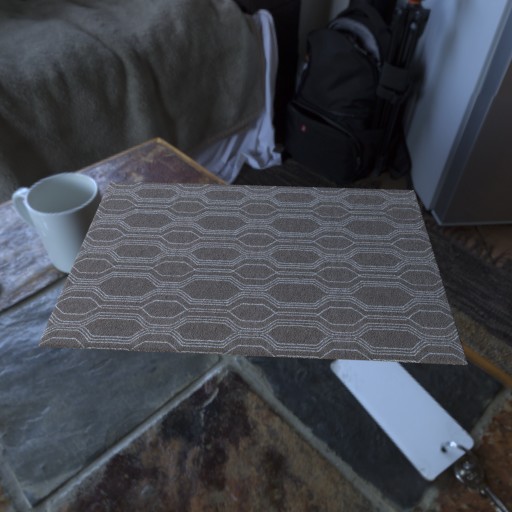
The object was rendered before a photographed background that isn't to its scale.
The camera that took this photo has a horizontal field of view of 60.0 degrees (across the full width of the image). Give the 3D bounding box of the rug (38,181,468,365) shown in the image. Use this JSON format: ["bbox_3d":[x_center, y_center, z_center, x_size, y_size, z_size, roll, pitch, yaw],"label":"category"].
[{"bbox_3d":[0.000,0.000,3.046,2.457,0.012,1.541,2,47,2],"label":"rug"}]
